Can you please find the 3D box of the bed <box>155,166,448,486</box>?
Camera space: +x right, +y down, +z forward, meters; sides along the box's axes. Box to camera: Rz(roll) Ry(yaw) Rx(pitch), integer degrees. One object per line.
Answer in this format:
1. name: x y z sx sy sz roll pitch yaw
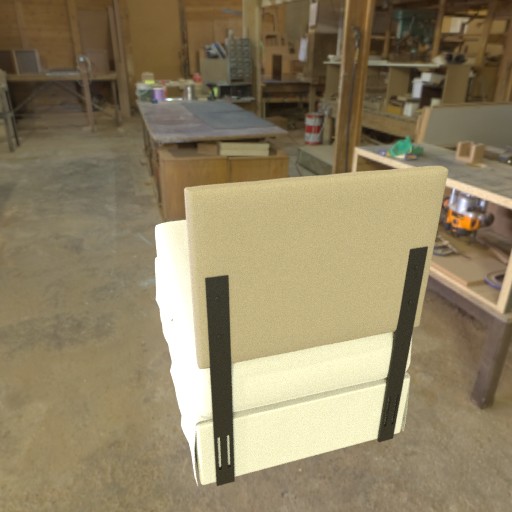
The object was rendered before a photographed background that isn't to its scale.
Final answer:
1. bed: 0.000 0.000 2.923 1.261 1.571 1.997 -8 26 -15
